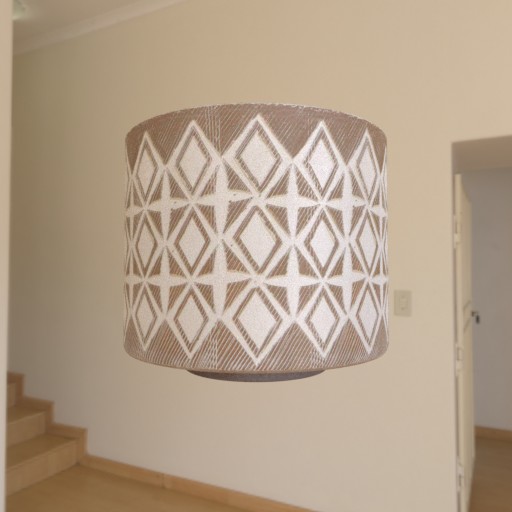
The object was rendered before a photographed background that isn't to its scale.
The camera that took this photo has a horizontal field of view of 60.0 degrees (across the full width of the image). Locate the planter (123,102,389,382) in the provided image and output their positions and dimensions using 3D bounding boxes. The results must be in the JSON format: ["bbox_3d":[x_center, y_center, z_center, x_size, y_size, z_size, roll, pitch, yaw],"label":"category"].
[{"bbox_3d":[0.000,0.000,0.338,0.193,0.165,0.193,0,-2,0],"label":"planter"}]
